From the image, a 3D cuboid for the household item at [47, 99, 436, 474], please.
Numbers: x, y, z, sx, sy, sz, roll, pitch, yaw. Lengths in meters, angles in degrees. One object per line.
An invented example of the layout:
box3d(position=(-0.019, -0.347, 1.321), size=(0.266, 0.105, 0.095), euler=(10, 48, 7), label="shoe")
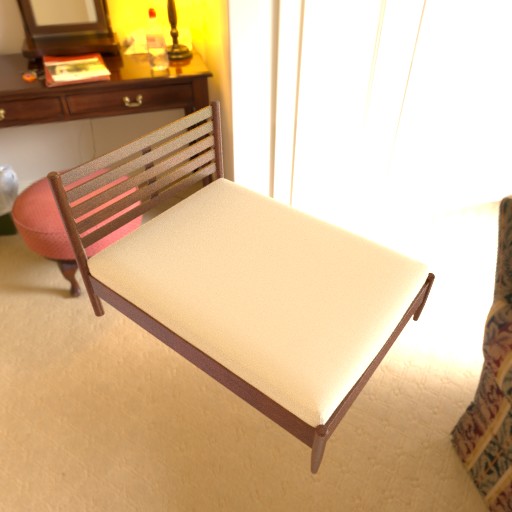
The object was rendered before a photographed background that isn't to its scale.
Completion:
box3d(position=(0.000, 0.000, 3.318), size=(2.232, 1.356, 1.663), euler=(27, 47, 28), label="household item")
